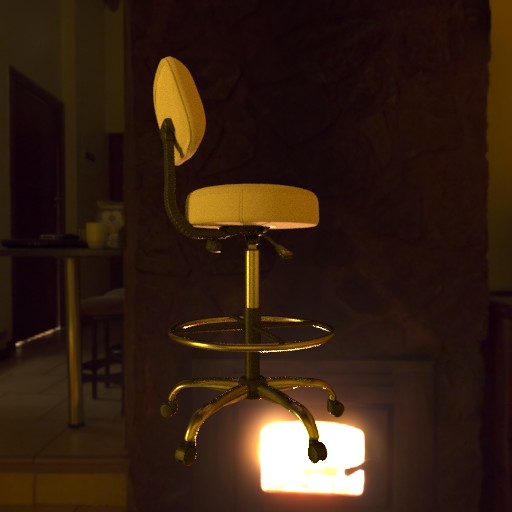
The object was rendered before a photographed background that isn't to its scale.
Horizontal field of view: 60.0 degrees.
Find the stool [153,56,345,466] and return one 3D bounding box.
[{"bbox_3d":[0.000,0.000,1.399,0.616,1.080,0.609,0,1,-18],"label":"stool"}]
